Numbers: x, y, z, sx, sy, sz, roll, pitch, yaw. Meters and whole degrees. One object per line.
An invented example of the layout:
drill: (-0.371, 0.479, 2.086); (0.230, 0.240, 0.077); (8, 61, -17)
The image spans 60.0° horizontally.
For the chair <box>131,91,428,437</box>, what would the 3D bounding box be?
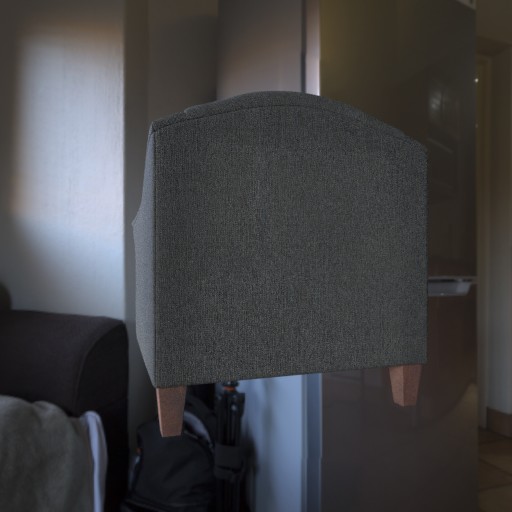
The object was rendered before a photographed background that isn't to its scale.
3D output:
chair: (0.000, 0.000, 1.466); (0.763, 0.839, 0.787); (0, 0, -19)
